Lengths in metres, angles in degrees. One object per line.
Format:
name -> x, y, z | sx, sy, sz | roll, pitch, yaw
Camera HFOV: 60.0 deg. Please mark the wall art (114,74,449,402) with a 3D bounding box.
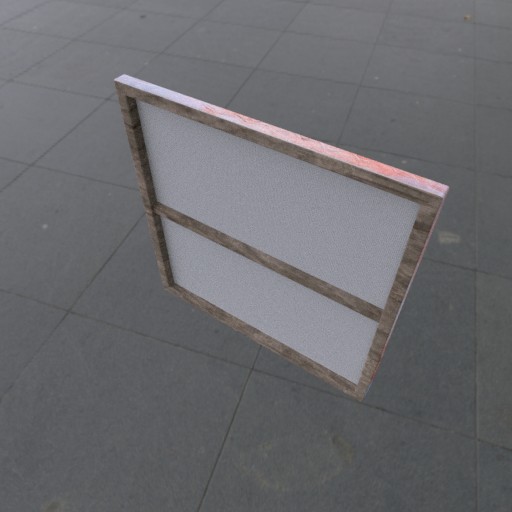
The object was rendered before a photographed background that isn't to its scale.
wall art -> 0.000, 0.000, 1.134 | 0.747, 0.747, 0.035 | 26, 52, 22
